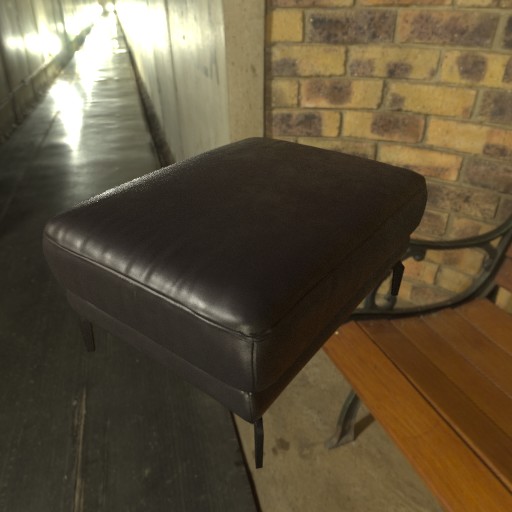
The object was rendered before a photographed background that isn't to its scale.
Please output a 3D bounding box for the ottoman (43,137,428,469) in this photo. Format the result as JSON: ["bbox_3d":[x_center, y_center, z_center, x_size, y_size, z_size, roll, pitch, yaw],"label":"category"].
[{"bbox_3d":[0.000,0.000,1.072,0.570,0.402,0.764,21,37,31],"label":"ottoman"}]
